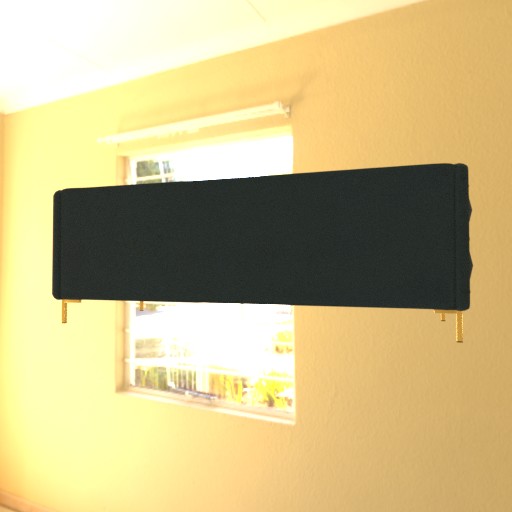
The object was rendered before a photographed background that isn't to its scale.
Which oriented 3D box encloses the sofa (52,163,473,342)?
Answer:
[{"bbox_3d":[0.000,0.000,2.595,2.209,0.771,0.895,-1,-2,18],"label":"sofa"}]
